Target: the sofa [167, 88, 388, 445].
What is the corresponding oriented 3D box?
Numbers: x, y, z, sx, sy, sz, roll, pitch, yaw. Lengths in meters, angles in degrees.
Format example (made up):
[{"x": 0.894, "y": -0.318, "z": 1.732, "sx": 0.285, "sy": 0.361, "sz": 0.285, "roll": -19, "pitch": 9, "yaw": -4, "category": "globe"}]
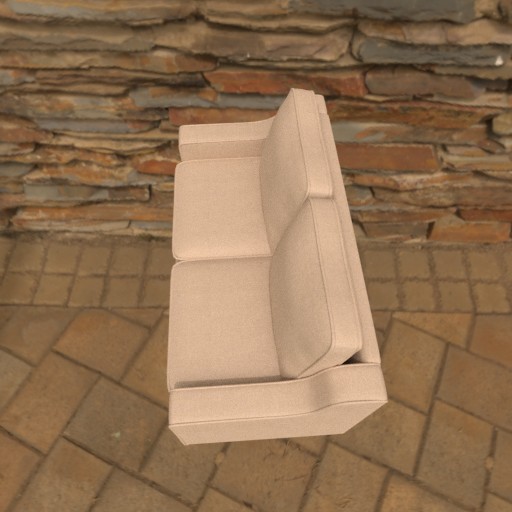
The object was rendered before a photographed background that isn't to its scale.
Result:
[{"x": 0.000, "y": 0.000, "z": 3.533, "sx": 1.351, "sy": 1.562, "sz": 2.587, "roll": -3, "pitch": 59, "yaw": -2, "category": "sofa"}]
